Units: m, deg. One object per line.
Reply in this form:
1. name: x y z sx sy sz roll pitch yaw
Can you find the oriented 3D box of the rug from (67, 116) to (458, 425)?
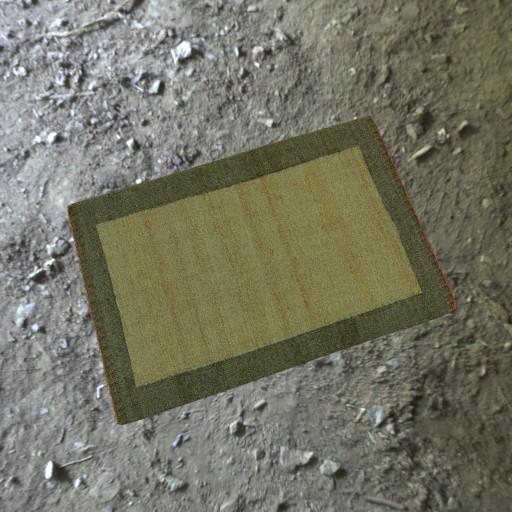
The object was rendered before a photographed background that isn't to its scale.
1. rug: 0.000 0.000 2.375 1.838 0.019 1.220 -18 76 -5
